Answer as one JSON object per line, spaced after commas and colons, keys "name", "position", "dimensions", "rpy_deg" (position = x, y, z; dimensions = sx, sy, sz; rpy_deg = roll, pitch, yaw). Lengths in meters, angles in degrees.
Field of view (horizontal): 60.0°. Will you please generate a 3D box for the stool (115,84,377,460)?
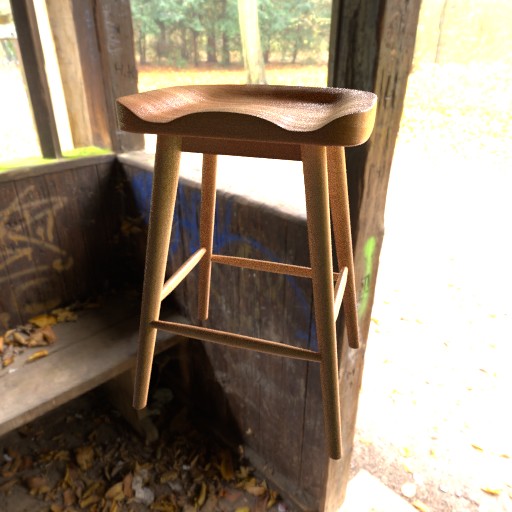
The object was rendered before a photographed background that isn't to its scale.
{"name": "stool", "position": [0.000, 0.000, 0.889], "dimensions": [0.440, 0.615, 0.361], "rpy_deg": [8, 28, 15]}
